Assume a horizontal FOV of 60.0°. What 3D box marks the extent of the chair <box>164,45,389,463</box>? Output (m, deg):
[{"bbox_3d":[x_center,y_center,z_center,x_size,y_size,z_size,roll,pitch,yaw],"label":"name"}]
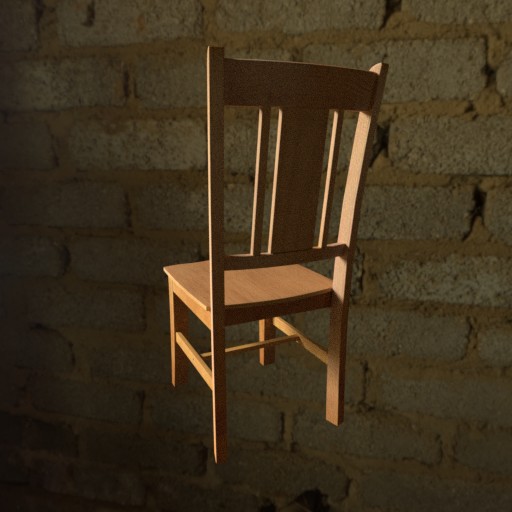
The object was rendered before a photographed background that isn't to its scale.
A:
[{"bbox_3d":[0.000,0.000,1.290,0.450,0.998,0.556,-7,15,-25],"label":"chair"}]
